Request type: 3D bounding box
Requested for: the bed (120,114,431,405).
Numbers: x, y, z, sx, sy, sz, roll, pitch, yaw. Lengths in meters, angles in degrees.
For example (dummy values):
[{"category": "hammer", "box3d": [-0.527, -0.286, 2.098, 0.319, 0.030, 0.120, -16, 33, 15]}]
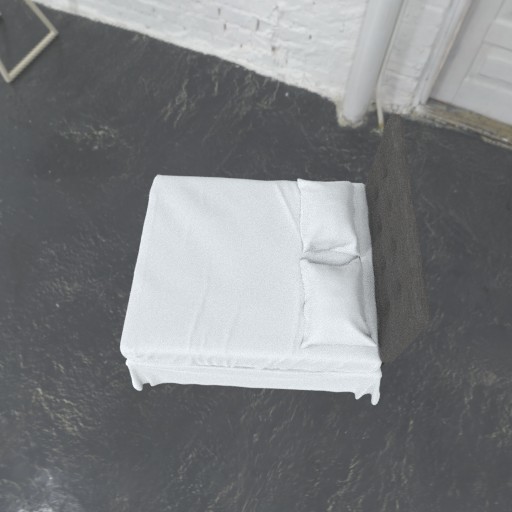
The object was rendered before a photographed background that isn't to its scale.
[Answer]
[{"category": "bed", "box3d": [0.000, 0.000, 3.563, 2.222, 1.577, 1.936, 3, 61, 1]}]
